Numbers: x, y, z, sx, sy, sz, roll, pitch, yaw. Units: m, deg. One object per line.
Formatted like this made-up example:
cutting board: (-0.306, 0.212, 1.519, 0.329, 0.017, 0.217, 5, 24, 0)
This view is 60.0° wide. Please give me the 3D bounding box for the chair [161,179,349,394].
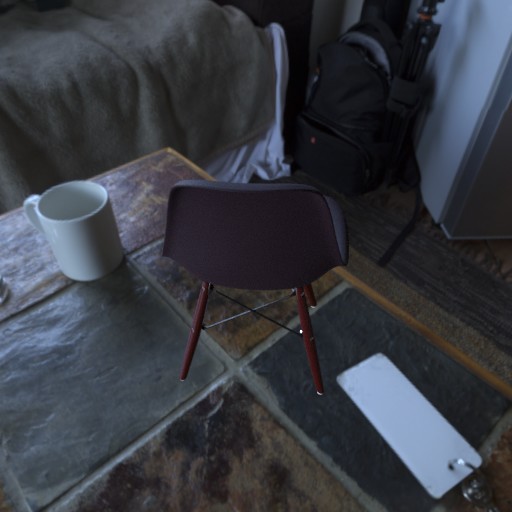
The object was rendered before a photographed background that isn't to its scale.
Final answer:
chair: (0.000, 0.000, 1.147, 0.470, 0.826, 0.533, 3, 46, 3)
